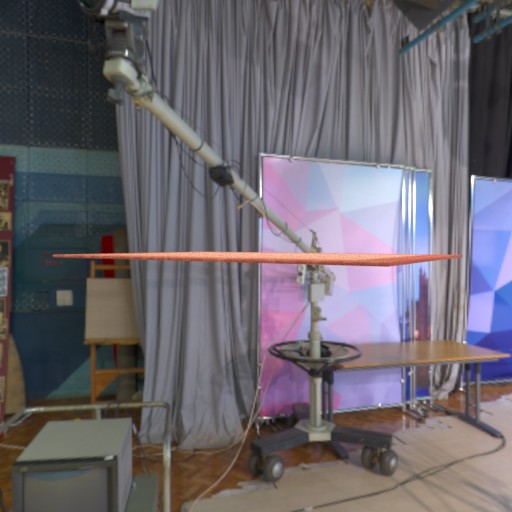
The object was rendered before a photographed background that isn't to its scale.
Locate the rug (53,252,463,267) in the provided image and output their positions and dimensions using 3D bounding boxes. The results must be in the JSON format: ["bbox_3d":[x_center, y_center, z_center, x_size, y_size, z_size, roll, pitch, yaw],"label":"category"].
[{"bbox_3d":[0.000,0.000,2.375,1.829,0.014,1.219,1,2,35],"label":"rug"}]
